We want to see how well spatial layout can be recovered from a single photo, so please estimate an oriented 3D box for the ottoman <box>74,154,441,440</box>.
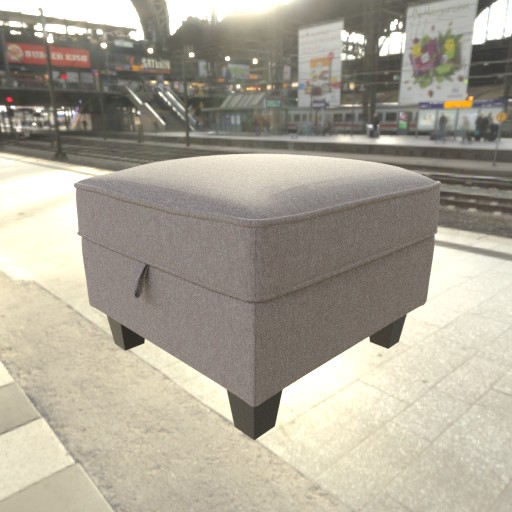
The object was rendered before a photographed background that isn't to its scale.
[{"bbox_3d":[0.000,0.000,1.391,0.871,0.612,0.808,-16,23,-42],"label":"ottoman"}]
